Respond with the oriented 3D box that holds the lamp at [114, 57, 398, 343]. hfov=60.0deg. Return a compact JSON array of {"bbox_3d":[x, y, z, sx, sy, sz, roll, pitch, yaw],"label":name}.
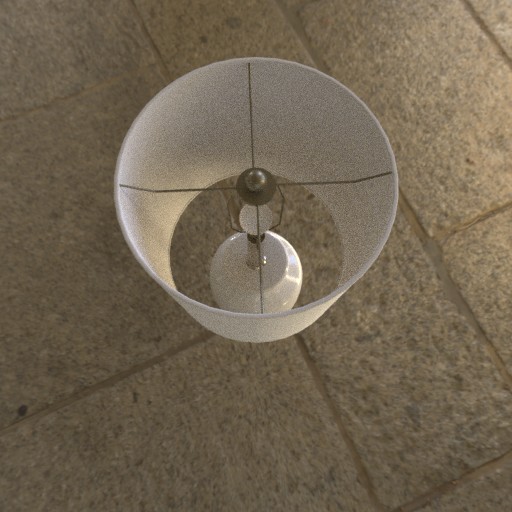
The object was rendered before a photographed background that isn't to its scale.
[{"bbox_3d":[0.000,0.000,0.481,0.188,0.392,0.188,35,77,9],"label":"lamp"}]
